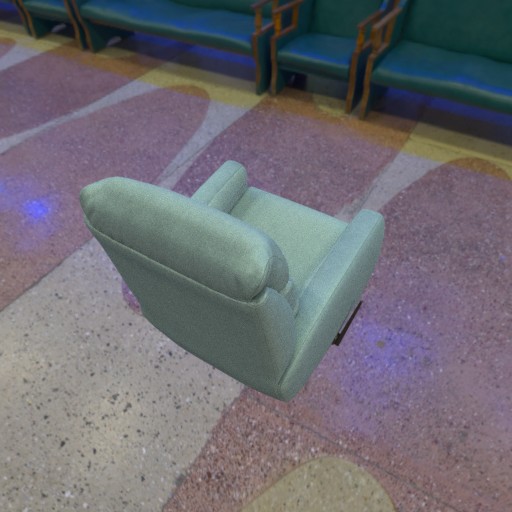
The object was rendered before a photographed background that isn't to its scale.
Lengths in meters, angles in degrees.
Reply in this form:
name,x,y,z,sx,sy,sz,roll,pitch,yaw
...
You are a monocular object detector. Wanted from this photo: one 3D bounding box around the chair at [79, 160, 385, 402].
name,x,y,z,sx,sy,sz,roll,pitch,yaw
chair,0.000,0.000,1.721,0.812,1.013,0.940,24,51,21
